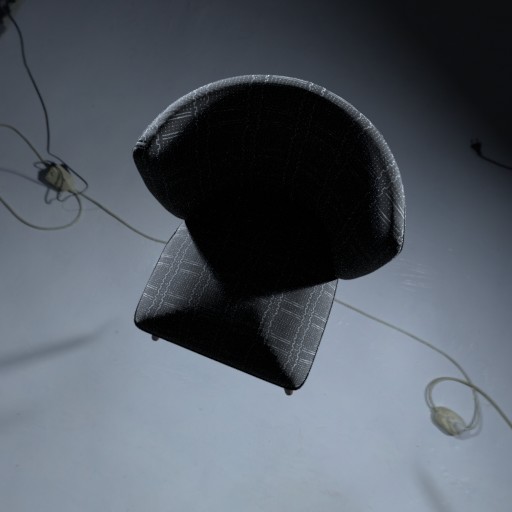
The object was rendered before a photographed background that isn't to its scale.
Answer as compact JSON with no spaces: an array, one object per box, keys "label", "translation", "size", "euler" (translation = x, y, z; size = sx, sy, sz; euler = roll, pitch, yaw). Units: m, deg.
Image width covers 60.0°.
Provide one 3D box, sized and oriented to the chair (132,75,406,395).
[{"label":"chair","translation":[0.000,0.000,1.448],"size":[0.710,0.866,0.758],"euler":[21,76,5]}]
